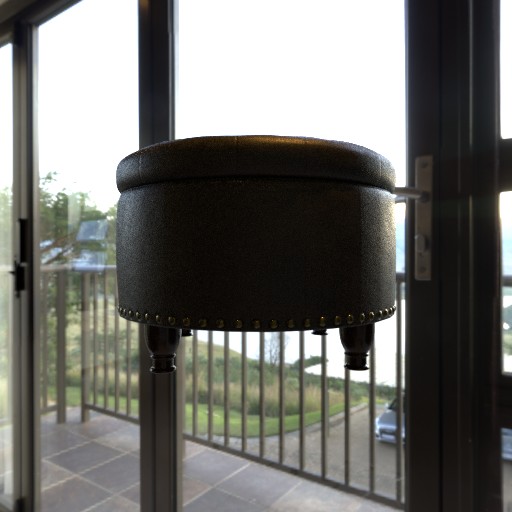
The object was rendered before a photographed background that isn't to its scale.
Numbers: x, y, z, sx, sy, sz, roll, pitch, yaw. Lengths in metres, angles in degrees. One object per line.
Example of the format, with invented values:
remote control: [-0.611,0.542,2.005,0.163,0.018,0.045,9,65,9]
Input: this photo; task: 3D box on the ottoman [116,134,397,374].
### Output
ottoman: [0.000,0.000,1.055,0.637,0.442,0.637,0,0,0]
